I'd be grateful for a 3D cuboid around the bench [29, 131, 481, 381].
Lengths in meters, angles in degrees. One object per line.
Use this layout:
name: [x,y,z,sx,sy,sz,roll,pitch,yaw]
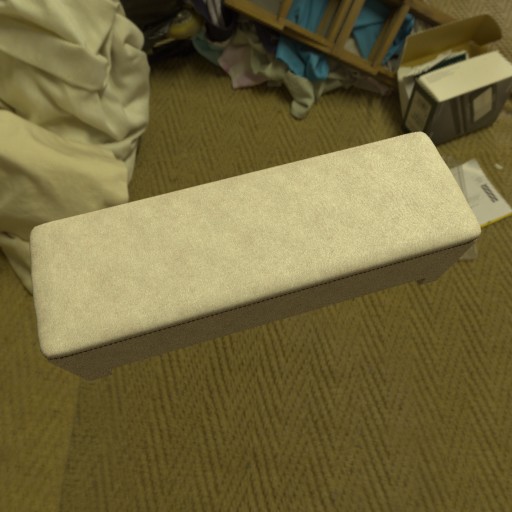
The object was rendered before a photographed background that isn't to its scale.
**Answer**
bench: [0.000,0.000,1.669,1.482,0.447,0.470,-15,66,-7]
